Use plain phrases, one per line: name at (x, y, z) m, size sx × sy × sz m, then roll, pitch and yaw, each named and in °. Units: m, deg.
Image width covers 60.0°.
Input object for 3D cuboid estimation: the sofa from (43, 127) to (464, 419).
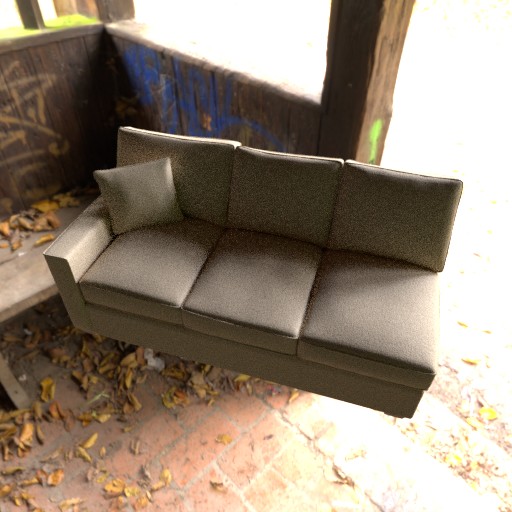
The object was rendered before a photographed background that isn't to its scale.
sofa at (0.000, 0.000, 2.460) m, size 1.962 × 0.946 × 1.034 m, roll 12°, pitch 43°, yaw 13°
